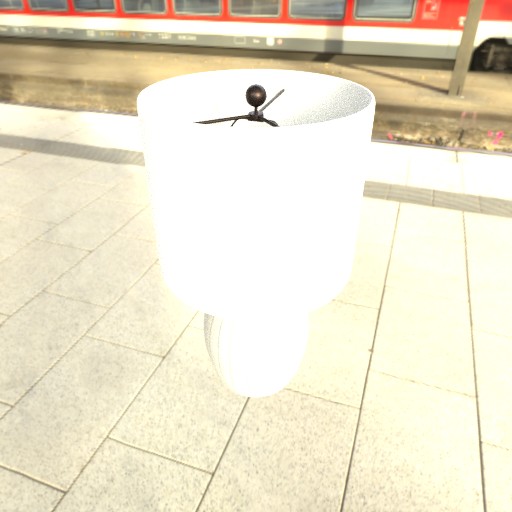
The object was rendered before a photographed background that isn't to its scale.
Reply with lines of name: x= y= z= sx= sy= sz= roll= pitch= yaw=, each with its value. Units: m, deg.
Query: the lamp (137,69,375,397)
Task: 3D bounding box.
lamp: x=0.000 y=0.000 z=0.771 sx=0.328 sy=0.570 sz=0.328 roll=0 pitch=33 yaw=0
